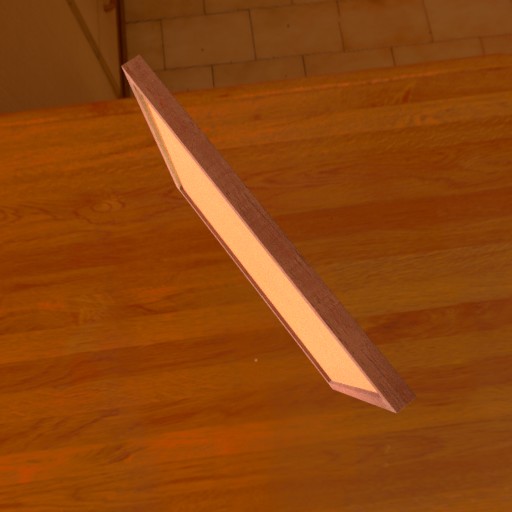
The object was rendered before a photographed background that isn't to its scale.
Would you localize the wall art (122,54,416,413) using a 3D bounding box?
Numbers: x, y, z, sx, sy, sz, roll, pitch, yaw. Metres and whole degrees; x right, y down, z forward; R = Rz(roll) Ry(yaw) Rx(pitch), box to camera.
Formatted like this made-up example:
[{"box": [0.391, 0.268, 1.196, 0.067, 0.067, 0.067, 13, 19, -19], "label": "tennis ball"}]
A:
[{"box": [0.000, 0.000, 1.787, 0.070, 1.009, 1.320, -37, 79, -8], "label": "wall art"}]
